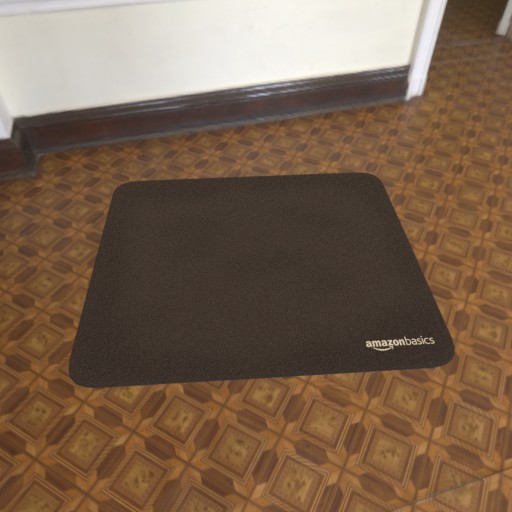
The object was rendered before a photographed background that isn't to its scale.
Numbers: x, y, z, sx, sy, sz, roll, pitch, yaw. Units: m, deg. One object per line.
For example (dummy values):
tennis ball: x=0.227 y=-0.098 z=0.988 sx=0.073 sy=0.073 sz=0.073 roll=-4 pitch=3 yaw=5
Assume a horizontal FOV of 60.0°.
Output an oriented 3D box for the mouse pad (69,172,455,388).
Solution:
mouse pad: x=0.000 y=0.000 z=0.347 sx=0.249 sy=0.002 sz=0.211 roll=-3 pitch=45 yaw=-3
